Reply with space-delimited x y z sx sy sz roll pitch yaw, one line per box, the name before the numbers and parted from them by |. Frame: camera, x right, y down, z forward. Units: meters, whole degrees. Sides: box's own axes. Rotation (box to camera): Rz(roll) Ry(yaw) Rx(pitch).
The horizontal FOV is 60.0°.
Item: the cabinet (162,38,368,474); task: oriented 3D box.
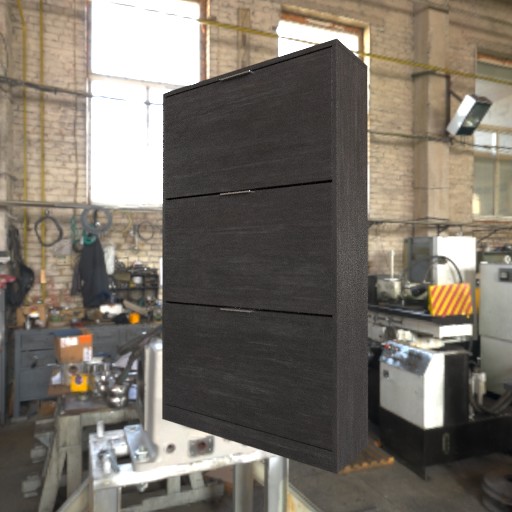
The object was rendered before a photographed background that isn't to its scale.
cabinet | 0.000 0.000 1.611 0.750 1.280 0.250 0 0 36
